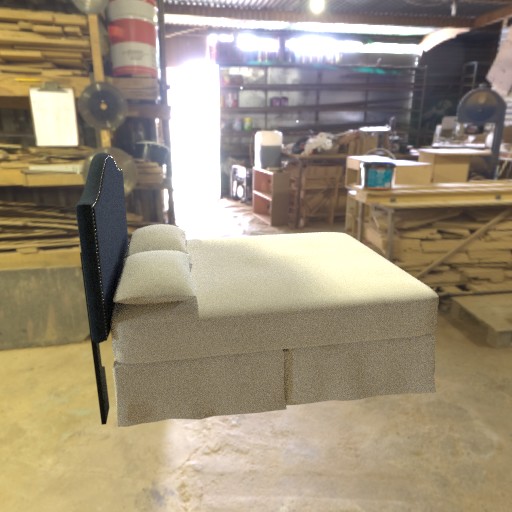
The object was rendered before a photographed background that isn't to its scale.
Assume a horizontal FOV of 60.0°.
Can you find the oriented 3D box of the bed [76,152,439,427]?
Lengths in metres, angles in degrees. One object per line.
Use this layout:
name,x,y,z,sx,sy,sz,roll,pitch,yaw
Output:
bed,0.000,0.000,3.284,2.153,1.518,1.713,-3,18,-10
